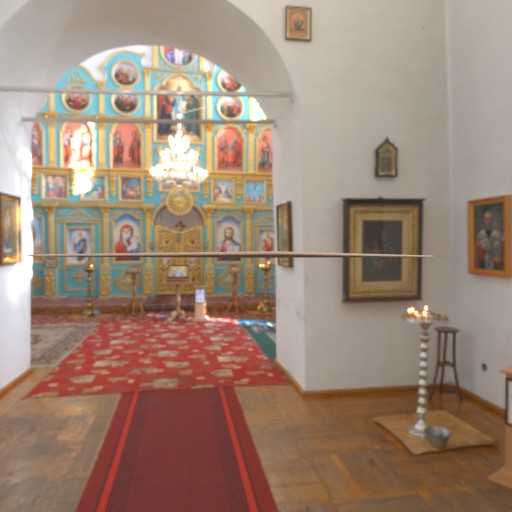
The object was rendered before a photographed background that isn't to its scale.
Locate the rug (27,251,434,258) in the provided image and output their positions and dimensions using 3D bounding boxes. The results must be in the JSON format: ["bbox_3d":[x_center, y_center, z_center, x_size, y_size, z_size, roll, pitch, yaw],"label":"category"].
[{"bbox_3d":[0.000,0.000,4.151,2.462,0.018,3.039,0,-1,35],"label":"rug"}]
